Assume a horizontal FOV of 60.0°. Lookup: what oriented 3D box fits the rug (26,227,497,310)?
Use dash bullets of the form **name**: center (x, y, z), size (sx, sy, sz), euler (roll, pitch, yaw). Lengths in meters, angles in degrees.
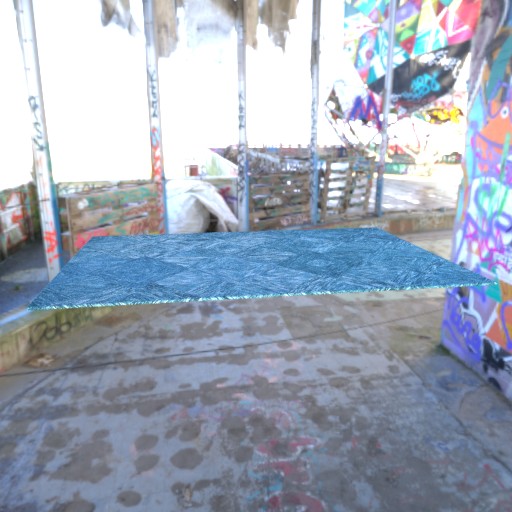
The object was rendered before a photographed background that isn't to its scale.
- **rug**: center (0.000, 0.000, 2.819), size (2.277, 0.015, 1.490), euler (-2, 15, -9)
